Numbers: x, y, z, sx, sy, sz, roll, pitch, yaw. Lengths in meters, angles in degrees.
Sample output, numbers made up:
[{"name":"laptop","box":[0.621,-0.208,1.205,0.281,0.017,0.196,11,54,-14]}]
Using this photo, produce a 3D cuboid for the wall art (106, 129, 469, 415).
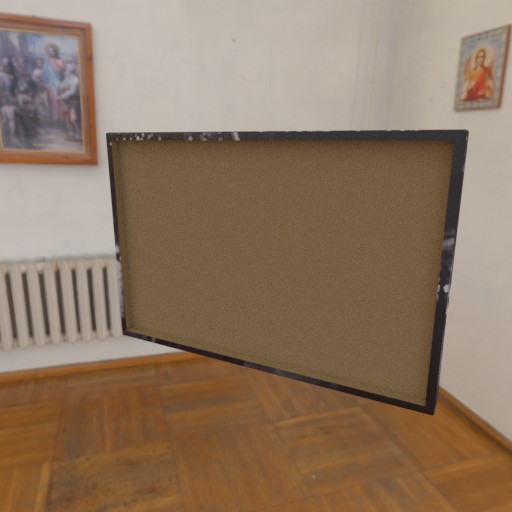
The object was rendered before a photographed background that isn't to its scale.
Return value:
[{"name":"wall art","box":[0.000,0.000,0.751,0.609,0.406,0.037,8,17,26]}]
